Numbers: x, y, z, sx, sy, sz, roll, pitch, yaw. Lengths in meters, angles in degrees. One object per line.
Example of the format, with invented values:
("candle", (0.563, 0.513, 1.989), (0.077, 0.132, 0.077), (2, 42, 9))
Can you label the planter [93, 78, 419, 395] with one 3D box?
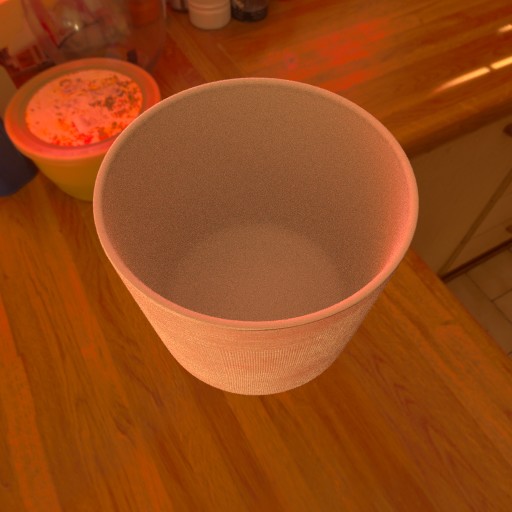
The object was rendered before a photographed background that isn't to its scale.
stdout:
("planter", (0.000, 0.000, 0.776), (0.440, 0.398, 0.440), (0, 58, 0))
